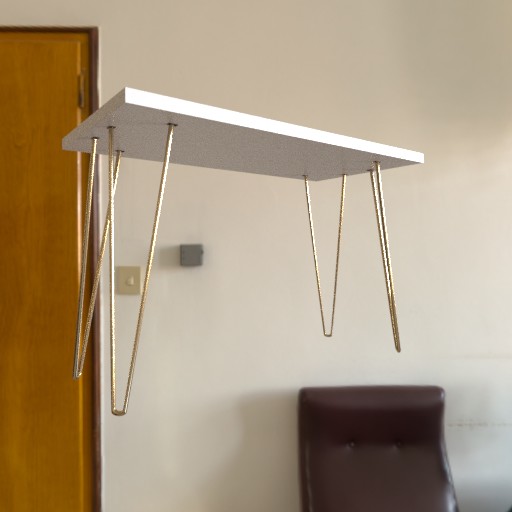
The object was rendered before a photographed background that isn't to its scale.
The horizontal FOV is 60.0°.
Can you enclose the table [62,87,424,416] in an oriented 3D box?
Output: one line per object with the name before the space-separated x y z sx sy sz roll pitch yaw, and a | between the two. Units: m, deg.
table | 0.000 0.000 1.345 0.991 0.660 0.498 -1 1 -37
